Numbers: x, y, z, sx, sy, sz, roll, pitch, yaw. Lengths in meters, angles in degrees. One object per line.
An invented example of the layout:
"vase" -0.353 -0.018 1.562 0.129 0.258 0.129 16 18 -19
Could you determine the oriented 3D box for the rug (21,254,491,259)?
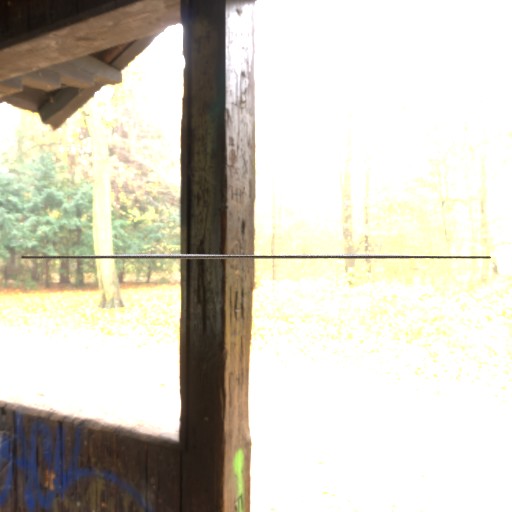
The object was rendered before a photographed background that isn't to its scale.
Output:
"rug" 0.000 0.000 3.131 2.438 0.026 1.706 0 0 -1
